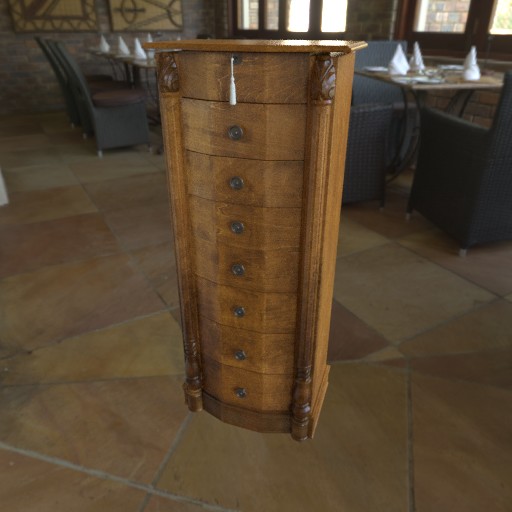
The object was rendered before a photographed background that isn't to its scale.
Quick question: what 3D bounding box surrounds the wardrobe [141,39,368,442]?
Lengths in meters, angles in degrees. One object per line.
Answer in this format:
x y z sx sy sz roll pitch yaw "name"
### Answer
0.000 0.000 1.103 0.406 0.959 0.273 9 29 17 "wardrobe"
